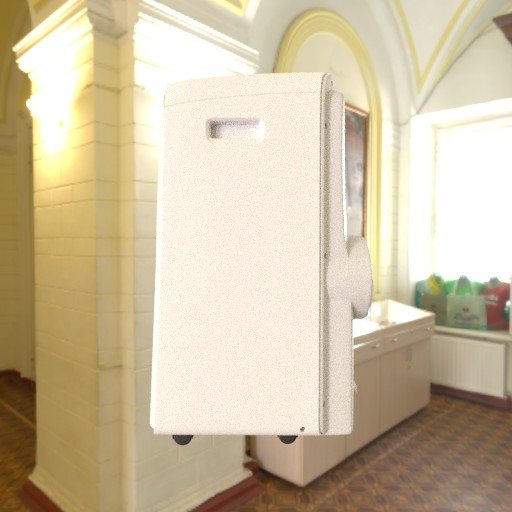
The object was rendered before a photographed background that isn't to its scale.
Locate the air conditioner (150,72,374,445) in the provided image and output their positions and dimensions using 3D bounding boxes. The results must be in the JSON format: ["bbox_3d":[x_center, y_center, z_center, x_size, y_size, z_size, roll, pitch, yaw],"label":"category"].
[{"bbox_3d":[0.000,0.000,1.087,0.467,0.765,0.478,0,2,-2],"label":"air conditioner"}]
